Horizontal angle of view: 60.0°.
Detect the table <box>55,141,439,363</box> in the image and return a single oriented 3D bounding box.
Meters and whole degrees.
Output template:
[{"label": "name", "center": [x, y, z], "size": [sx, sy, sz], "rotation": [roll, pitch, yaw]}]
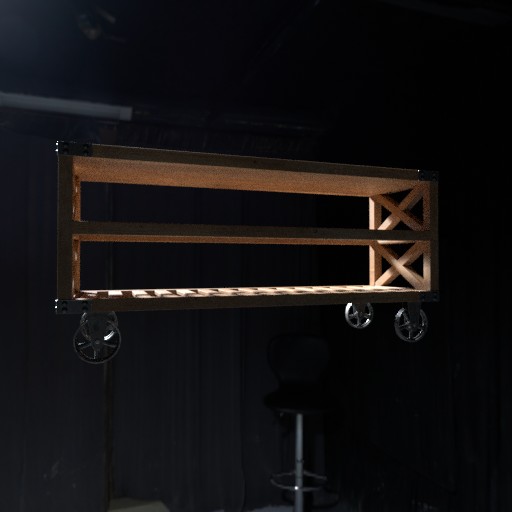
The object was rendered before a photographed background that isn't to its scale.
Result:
[{"label": "table", "center": [0.000, 0.000, 1.843], "size": [1.487, 0.711, 0.467], "rotation": [0, -1, -19]}]
